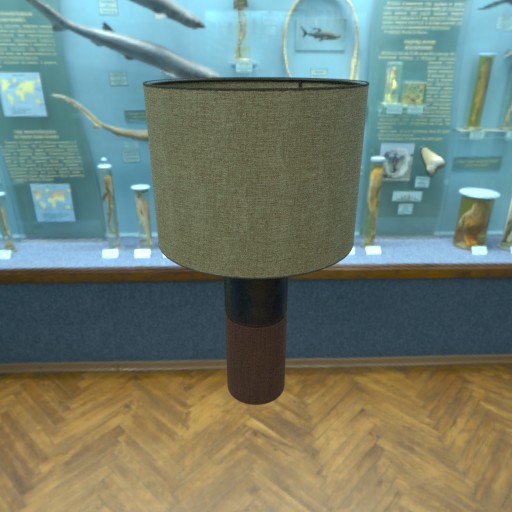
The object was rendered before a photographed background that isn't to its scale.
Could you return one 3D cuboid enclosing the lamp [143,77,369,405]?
[{"bbox_3d":[0.000,0.000,0.476,0.202,0.350,0.202,0,24,0],"label":"lamp"}]
